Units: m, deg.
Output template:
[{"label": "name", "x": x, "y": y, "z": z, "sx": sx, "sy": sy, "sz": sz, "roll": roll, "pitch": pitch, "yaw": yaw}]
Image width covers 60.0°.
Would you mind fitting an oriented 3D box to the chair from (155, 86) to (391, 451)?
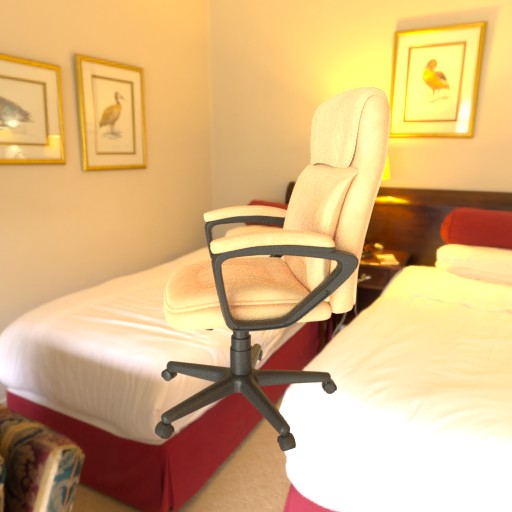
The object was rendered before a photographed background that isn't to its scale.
[{"label": "chair", "x": 0.000, "y": 0.000, "z": 1.549, "sx": 0.724, "sy": 1.105, "sz": 0.667, "roll": -2, "pitch": 14, "yaw": -8}]
